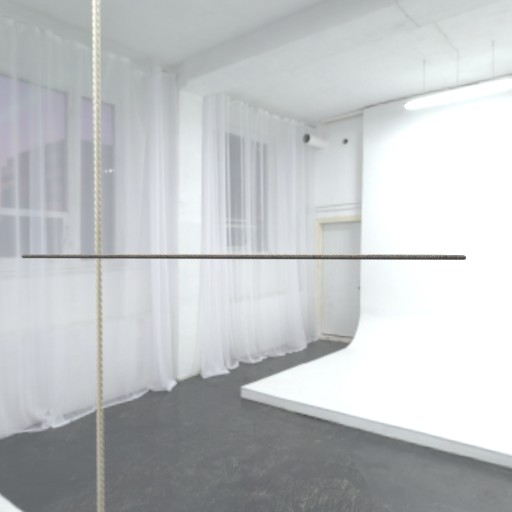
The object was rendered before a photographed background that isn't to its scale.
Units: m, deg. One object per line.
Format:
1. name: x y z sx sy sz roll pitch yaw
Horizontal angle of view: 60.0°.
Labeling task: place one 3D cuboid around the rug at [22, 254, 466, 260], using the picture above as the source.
1. rug: 0.000 0.000 2.289 1.829 0.016 1.219 0 0 18
